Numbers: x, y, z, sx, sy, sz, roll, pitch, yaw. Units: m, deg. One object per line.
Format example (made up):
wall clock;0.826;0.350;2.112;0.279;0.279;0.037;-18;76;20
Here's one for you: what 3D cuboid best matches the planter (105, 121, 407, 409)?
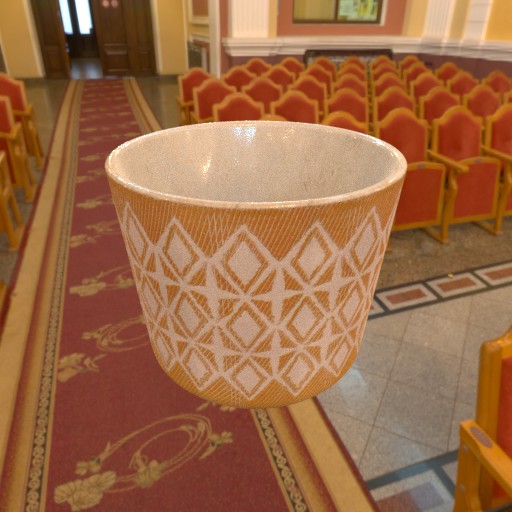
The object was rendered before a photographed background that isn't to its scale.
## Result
planter;0.000;0.000;0.218;0.126;0.104;0.126;0;29;0
